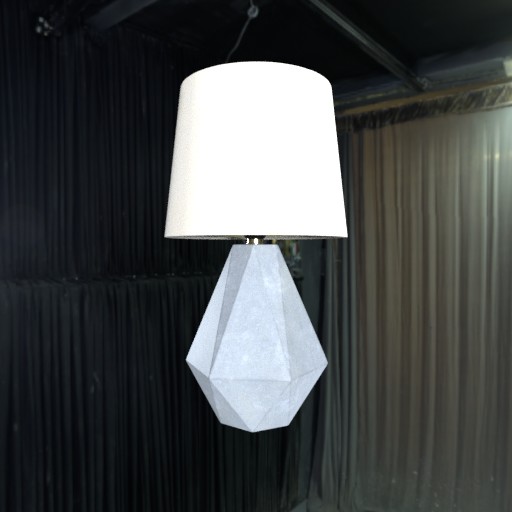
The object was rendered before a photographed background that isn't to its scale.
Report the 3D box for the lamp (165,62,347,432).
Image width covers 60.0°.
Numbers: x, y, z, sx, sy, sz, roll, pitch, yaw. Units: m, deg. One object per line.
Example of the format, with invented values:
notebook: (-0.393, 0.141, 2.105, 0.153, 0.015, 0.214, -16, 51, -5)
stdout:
lamp: (0.000, 0.000, 0.685, 0.276, 0.501, 0.276, 0, 1, 0)
